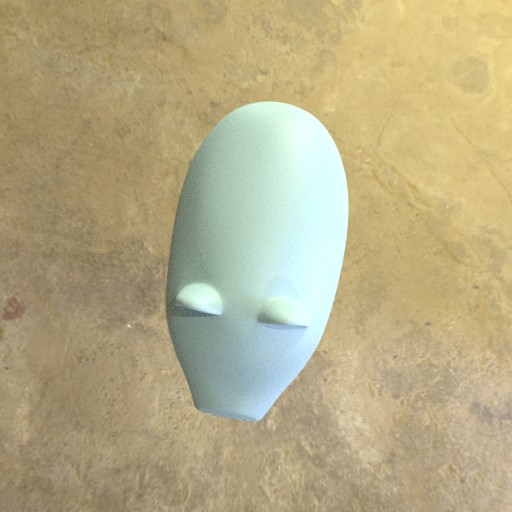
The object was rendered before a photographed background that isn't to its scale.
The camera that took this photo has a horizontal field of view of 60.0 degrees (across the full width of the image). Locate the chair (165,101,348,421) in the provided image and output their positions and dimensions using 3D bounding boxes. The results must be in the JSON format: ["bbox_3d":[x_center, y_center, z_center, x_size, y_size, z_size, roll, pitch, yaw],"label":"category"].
[{"bbox_3d":[0.000,0.000,0.878,0.364,0.423,0.619,9,75,2],"label":"chair"}]
